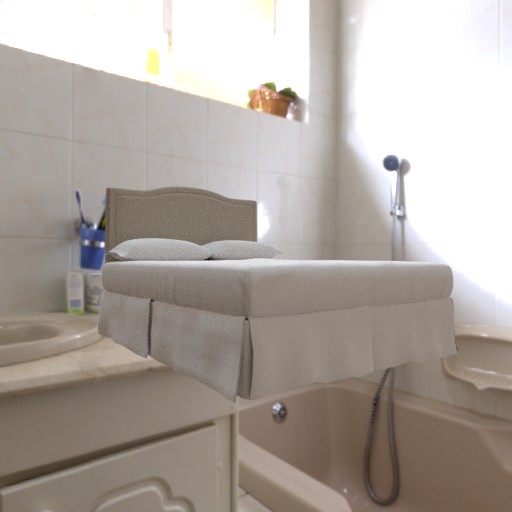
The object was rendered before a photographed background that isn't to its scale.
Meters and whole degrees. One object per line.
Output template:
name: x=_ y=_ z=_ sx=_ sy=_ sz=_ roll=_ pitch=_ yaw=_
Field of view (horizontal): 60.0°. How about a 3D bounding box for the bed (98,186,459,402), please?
bed: x=0.000 y=0.000 z=3.649 sx=1.977 sy=1.437 sz=2.477 roll=0 pitch=0 yaw=-36
